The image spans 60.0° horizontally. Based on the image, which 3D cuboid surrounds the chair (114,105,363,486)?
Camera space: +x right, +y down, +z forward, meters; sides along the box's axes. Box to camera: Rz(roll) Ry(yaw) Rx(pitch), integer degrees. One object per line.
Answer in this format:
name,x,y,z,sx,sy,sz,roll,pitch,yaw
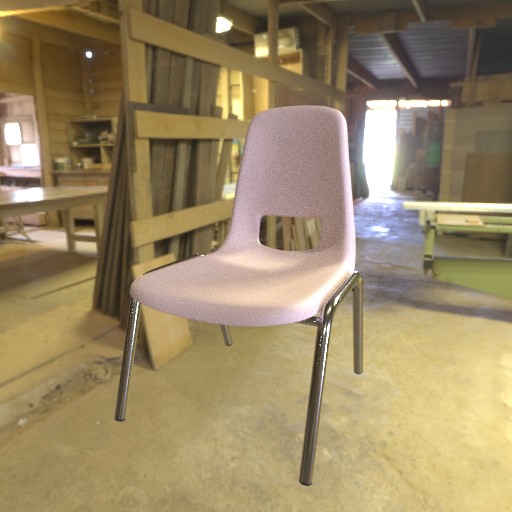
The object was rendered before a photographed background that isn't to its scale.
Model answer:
chair,0.000,0.000,0.784,0.354,0.537,0.385,6,15,26
